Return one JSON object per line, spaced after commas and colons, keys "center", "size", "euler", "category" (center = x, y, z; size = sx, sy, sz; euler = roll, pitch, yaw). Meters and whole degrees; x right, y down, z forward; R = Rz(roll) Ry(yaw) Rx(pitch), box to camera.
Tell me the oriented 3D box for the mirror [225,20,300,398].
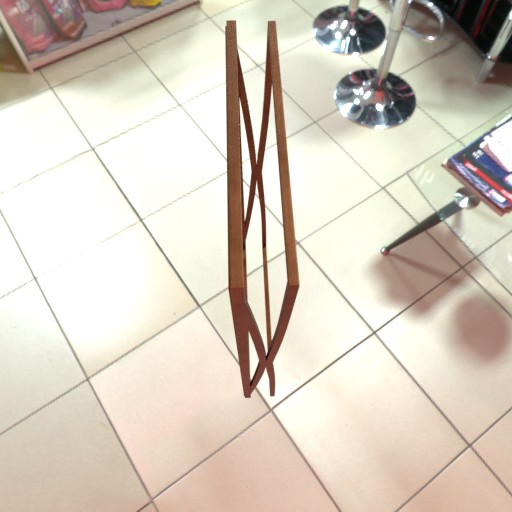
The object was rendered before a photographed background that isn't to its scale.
{"center": [0.000, 0.000, 0.953], "size": [0.082, 0.768, 0.468], "euler": [-2, 63, -1], "category": "mirror"}
